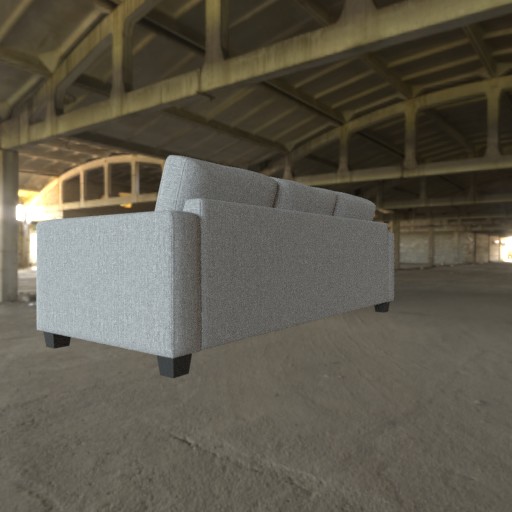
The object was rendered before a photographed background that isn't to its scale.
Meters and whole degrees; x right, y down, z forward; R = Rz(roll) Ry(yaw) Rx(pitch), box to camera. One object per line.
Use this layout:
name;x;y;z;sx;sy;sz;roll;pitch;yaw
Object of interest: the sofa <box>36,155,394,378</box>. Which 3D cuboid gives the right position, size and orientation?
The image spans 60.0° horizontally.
sofa;0.000;0.000;2.554;0.900;0.800;2.120;1;1;37
